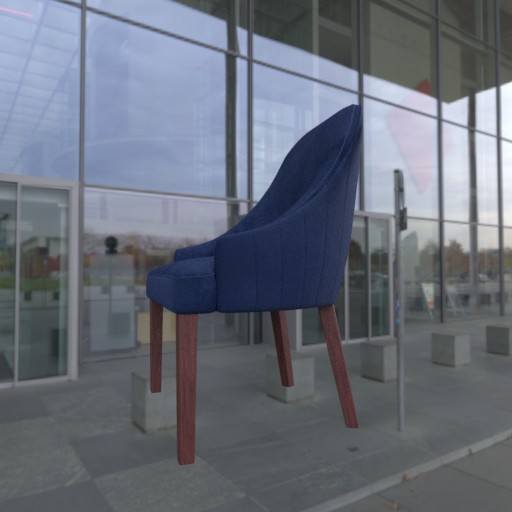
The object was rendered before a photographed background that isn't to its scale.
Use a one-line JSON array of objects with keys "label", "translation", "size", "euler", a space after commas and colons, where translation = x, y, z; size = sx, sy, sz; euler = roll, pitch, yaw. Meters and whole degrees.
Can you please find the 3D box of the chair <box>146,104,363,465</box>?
[{"label": "chair", "translation": [0.000, 0.000, 1.299], "size": [0.575, 0.889, 0.643], "euler": [1, -2, -19]}]
